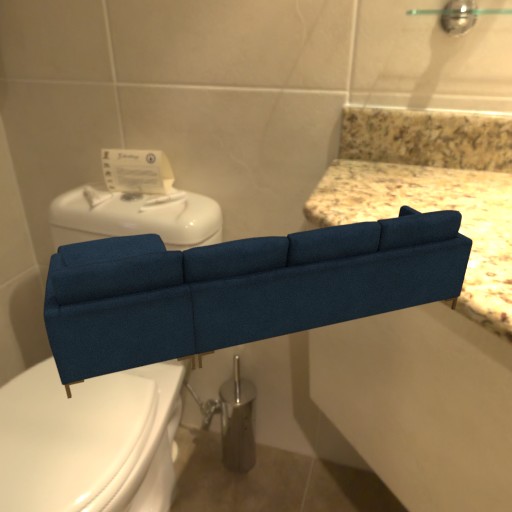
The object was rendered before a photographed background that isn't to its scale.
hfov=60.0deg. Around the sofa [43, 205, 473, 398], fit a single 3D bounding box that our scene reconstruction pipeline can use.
[{"bbox_3d":[0.000,0.000,3.426,2.932,0.810,1.350,-9,28,-17],"label":"sofa"}]
